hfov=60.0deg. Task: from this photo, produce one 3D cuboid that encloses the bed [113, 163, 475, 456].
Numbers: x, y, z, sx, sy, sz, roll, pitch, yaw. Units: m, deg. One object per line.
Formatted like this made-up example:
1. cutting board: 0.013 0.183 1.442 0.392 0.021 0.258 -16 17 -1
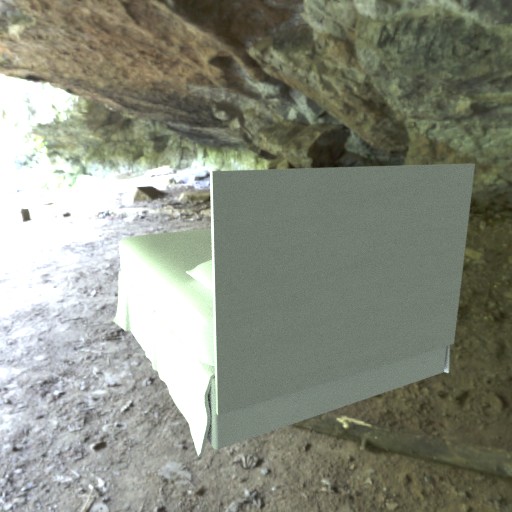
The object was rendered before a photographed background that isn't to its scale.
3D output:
1. bed: 0.000 0.000 3.170 1.745 1.335 2.094 -7 16 -27
